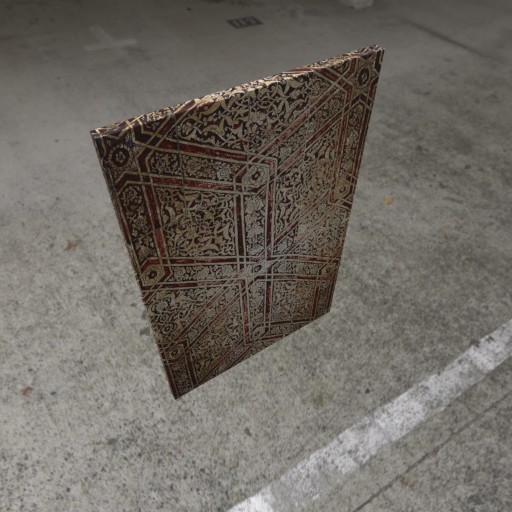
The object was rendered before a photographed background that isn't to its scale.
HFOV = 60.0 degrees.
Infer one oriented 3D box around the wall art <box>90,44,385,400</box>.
[{"bbox_3d":[0.000,0.000,1.122,0.599,0.904,0.030,-25,52,-22],"label":"wall art"}]
